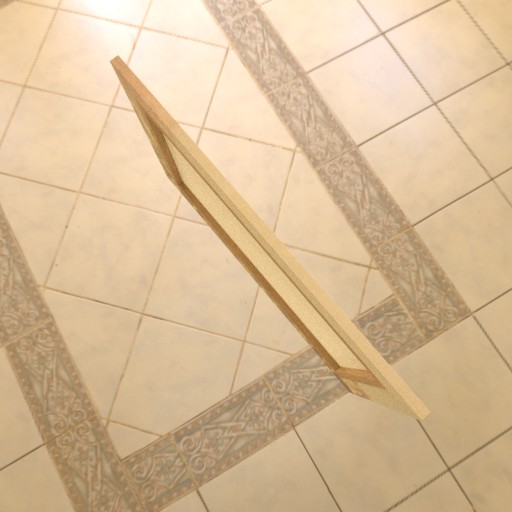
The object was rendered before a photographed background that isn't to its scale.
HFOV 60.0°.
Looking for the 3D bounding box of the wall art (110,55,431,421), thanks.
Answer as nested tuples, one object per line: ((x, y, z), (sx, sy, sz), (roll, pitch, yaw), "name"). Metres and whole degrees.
((0.000, 0.000, 1.887), (0.038, 1.012, 1.525), (-39, 80, -8), "wall art")
